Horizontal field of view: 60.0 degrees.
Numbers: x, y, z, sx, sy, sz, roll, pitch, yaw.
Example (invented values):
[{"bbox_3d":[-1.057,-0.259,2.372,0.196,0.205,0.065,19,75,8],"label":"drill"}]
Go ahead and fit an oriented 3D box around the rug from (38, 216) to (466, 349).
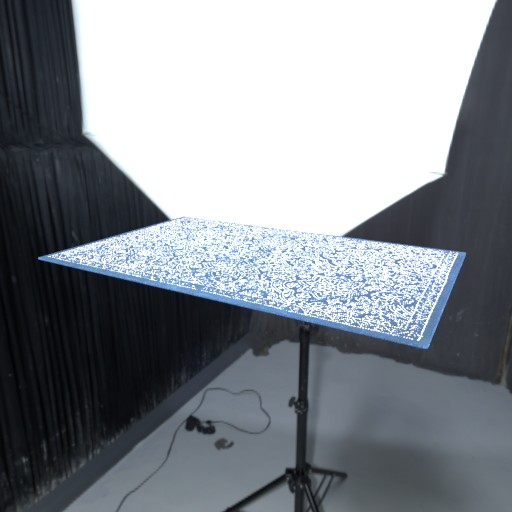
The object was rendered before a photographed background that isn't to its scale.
[{"bbox_3d":[0.000,0.000,2.975,2.441,0.015,1.526,9,19,28],"label":"rug"}]
